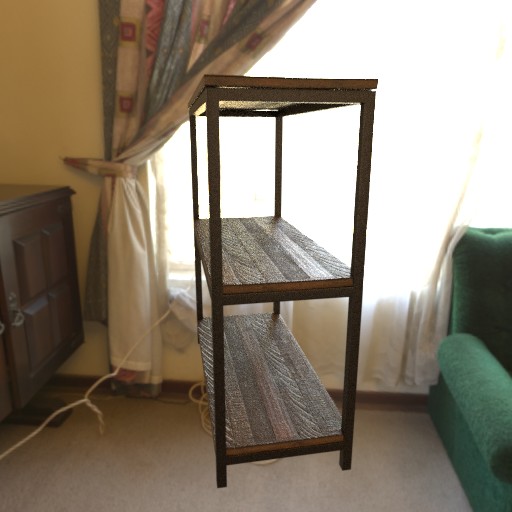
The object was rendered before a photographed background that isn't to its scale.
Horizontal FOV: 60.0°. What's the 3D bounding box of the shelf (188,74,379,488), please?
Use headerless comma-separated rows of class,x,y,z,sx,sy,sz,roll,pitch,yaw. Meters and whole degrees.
shelf,0.000,0.000,1.380,0.352,0.947,0.822,-3,16,-10
